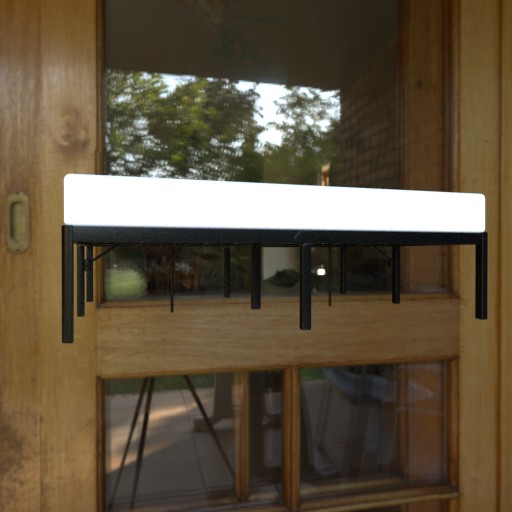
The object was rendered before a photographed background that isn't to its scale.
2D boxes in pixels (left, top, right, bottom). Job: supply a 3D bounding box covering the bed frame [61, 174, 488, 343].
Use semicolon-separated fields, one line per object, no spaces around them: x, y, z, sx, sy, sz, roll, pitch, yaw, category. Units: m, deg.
0.000;0.000;2.741;2.072;0.659;1.557;0;1;-17;bed frame
